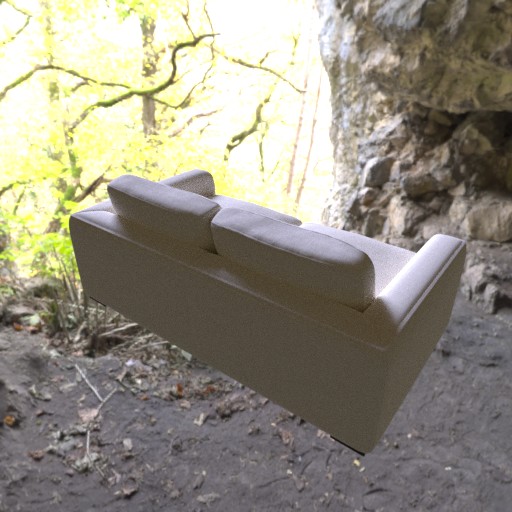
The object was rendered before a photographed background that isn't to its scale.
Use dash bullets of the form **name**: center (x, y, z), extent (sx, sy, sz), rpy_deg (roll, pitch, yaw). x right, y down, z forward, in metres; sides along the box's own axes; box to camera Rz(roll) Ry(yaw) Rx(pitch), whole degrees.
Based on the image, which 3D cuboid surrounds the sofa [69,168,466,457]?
- **sofa**: center (0.000, 0.000, 2.428), extent (1.920, 0.801, 1.069), rpy_deg (21, 36, 32)
